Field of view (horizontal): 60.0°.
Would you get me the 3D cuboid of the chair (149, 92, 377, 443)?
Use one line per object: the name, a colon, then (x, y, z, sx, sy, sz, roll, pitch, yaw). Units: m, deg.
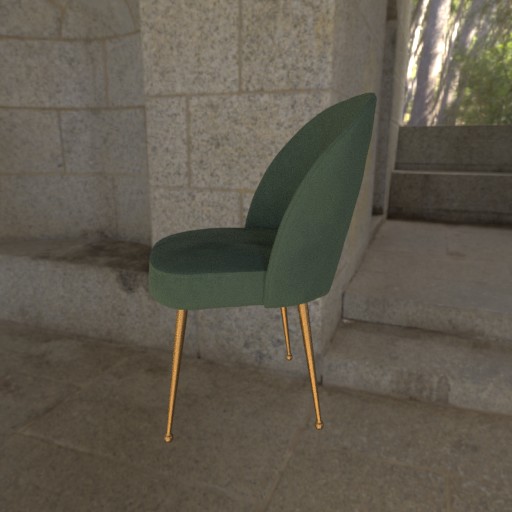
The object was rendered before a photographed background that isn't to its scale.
chair: (0.000, 0.000, 1.238, 0.577, 0.860, 0.527, -2, 14, -7)
